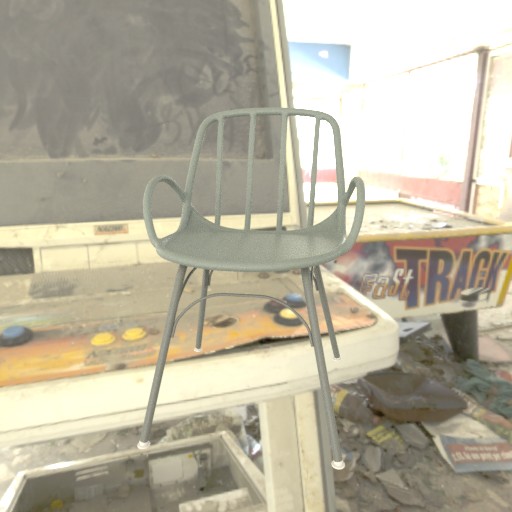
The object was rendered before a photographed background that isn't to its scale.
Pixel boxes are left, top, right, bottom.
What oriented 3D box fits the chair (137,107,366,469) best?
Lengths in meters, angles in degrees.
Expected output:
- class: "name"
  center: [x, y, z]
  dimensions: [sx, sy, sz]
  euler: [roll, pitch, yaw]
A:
- class: "chair"
  center: [0.000, 0.000, 1.207]
  dimensions: [0.549, 0.816, 0.597]
  euler: [2, 14, 8]
